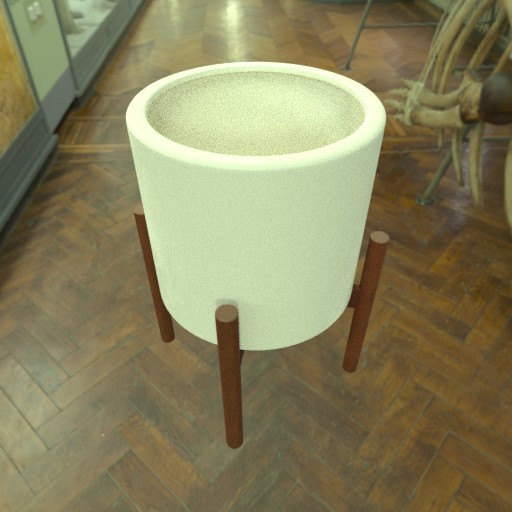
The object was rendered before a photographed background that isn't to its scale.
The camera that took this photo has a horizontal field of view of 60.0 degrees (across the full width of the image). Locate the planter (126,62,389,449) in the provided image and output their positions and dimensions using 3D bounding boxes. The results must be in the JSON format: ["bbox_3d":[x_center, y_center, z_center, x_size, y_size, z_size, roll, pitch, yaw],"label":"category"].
[{"bbox_3d":[0.000,0.000,0.505,0.224,0.358,0.224,-24,46,-25],"label":"planter"}]
